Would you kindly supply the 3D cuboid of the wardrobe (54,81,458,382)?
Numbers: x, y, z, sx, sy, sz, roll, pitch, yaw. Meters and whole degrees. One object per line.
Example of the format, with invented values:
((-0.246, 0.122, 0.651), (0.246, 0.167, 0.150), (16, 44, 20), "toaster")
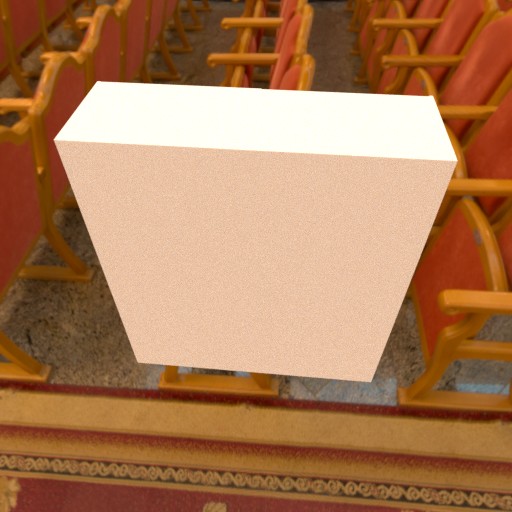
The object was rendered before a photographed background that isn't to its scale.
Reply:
((0.000, 0.000, 2.939), (1.830, 2.020, 0.600), (4, 47, 4), "wardrobe")
